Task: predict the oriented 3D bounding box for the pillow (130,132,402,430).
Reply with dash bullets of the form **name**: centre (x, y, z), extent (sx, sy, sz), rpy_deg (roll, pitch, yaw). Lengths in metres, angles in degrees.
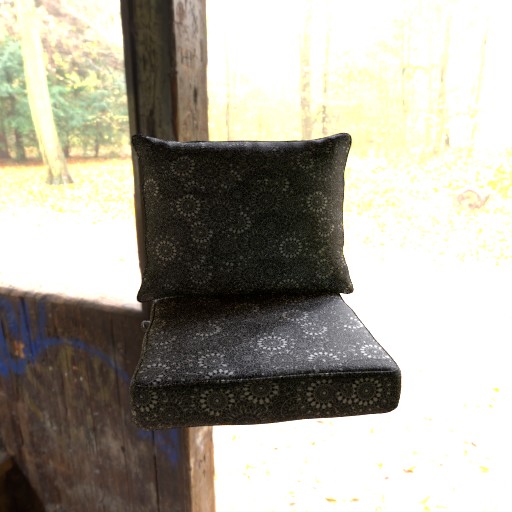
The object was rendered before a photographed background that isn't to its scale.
- **pillow**: centre (0.000, 0.000, 1.359), extent (0.798, 0.722, 0.740), rpy_deg (-2, 16, -6)
